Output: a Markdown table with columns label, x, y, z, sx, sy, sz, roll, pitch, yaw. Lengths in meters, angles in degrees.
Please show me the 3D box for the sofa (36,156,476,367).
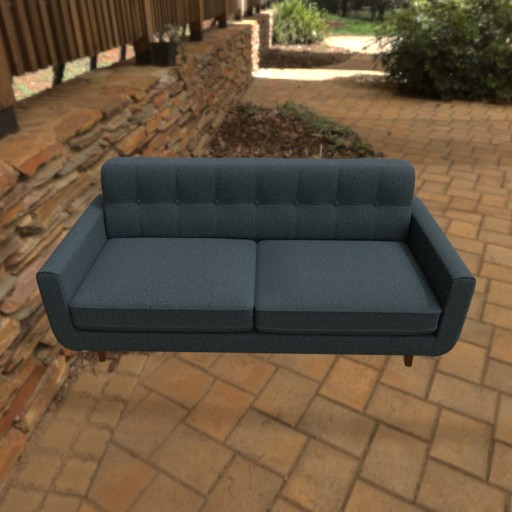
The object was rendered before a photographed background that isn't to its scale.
| label | x | y | z | sx | sy | sz | roll | pitch | yaw |
| --- | --- | --- | --- | --- | --- | --- | --- | --- | --- |
| sofa | 0.000 | 0.000 | 2.516 | 2.055 | 0.884 | 0.942 | 1 | 32 | 1 |
